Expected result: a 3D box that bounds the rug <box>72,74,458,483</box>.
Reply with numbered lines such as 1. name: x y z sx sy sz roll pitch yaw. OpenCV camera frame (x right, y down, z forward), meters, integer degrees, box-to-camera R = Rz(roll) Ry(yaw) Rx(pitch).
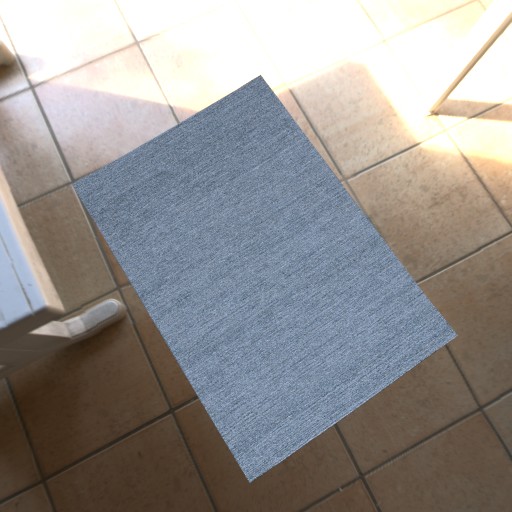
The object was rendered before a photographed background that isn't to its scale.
1. rug: 0.000 0.000 3.011 1.616 0.030 2.338 -32 78 -8
